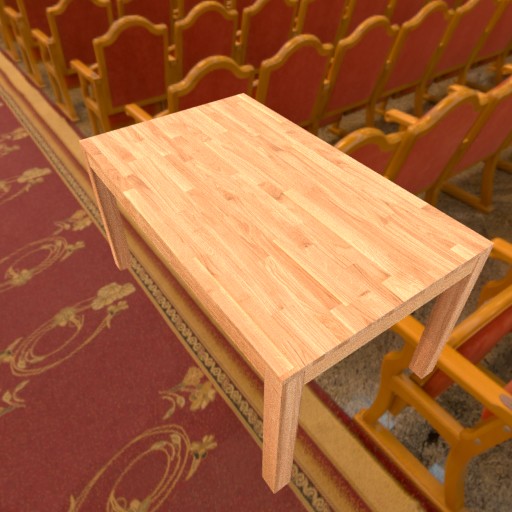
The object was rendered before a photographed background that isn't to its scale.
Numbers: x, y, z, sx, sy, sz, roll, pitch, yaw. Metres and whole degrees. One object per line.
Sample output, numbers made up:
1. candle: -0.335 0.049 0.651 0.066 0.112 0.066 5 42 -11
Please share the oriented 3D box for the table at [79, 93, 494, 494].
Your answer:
1. table: 0.000 0.000 2.007 0.900 0.770 1.500 -26 49 -25
